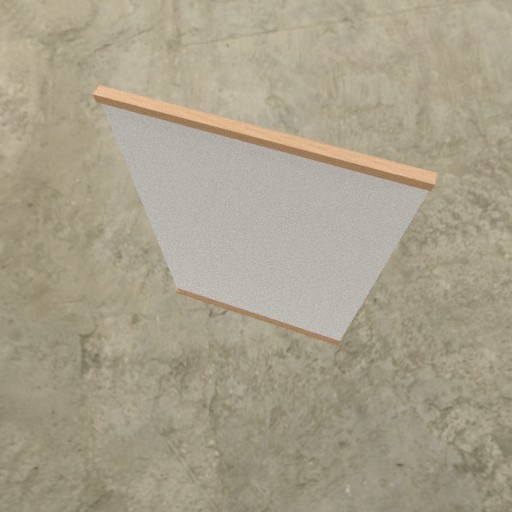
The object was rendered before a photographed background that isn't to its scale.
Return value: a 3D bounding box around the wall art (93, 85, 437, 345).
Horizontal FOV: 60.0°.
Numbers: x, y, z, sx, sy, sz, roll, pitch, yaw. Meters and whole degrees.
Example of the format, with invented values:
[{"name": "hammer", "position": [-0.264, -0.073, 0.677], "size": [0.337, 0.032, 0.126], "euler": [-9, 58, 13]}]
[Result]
[{"name": "wall art", "position": [0.000, 0.000, 0.768], "size": [0.401, 0.611, 0.016], "euler": [17, 64, 9]}]
